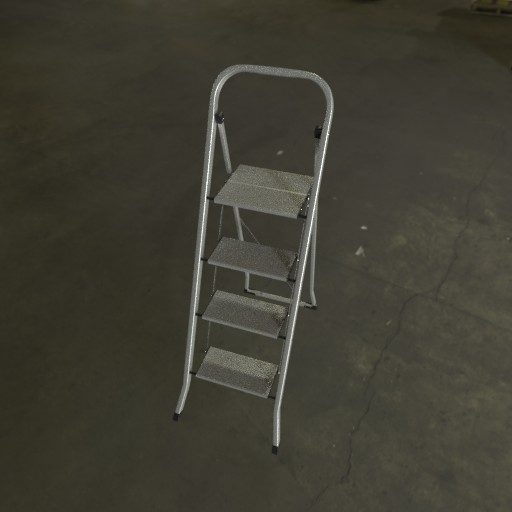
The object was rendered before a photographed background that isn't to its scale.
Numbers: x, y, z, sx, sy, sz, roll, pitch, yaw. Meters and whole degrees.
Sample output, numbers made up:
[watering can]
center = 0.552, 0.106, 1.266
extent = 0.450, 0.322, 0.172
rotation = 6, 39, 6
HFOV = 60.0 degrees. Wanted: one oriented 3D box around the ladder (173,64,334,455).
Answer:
[ladder]
center = 0.000, 0.000, 1.698
extent = 0.465, 1.290, 0.830
rotation = 13, 42, 14
